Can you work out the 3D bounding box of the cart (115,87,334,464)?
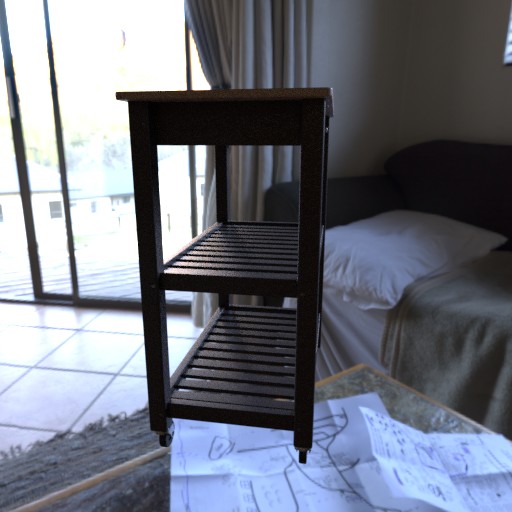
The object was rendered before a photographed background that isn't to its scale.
[{"bbox_3d":[0.000,0.000,1.441,0.457,0.927,0.899,3,15,10],"label":"cart"}]
